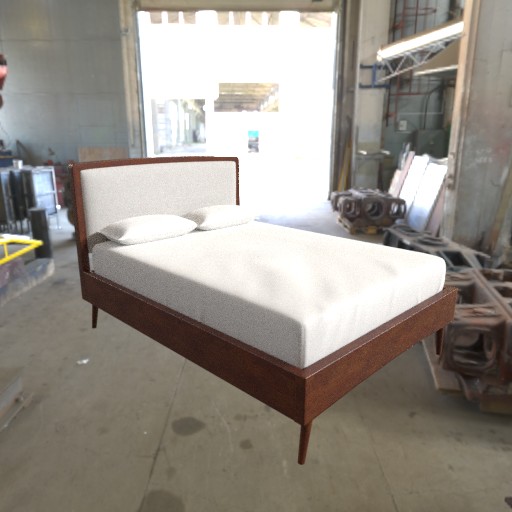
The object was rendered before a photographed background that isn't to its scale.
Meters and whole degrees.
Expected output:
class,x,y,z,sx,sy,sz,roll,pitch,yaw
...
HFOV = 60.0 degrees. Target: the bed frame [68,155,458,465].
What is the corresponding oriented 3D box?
class,x,y,z,sx,sy,sz,roll,pitch,yaw
bed frame,0.000,0.000,3.076,1.587,1.279,2.171,-15,21,-43
